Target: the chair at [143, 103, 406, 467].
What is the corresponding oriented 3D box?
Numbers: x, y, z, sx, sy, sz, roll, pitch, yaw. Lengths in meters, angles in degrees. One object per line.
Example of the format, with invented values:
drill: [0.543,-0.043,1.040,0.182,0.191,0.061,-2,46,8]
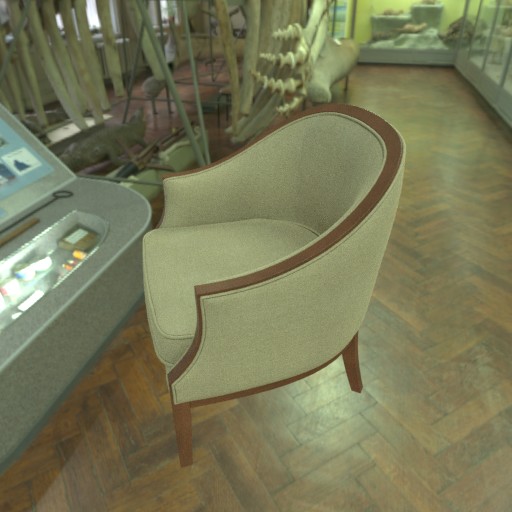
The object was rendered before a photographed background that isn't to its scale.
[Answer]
chair: [0.000,0.000,1.447,0.735,0.876,0.803,-8,32,-14]
